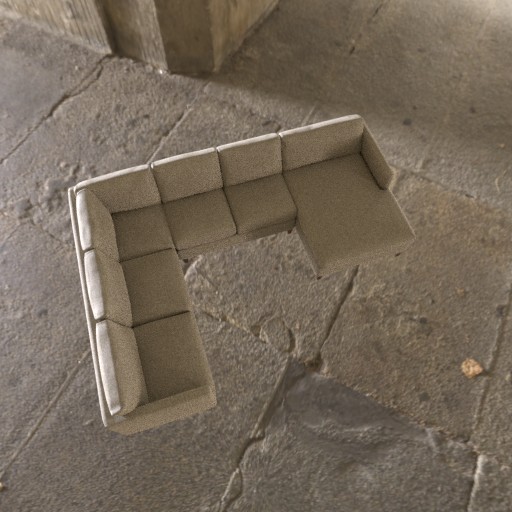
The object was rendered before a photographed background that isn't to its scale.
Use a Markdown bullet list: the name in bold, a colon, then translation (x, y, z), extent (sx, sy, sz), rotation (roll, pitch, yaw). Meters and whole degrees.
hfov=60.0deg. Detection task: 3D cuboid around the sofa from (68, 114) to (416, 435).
- **sofa**: translation (0.000, 0.000, 4.654), extent (3.460, 0.959, 2.593), rotation (-16, 64, -8)
